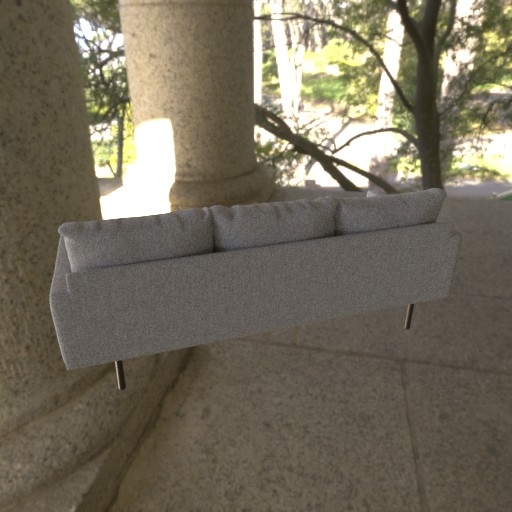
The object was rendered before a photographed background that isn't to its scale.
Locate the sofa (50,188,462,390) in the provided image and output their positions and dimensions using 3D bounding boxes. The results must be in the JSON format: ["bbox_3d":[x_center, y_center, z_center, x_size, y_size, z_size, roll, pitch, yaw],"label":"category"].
[{"bbox_3d":[0.000,0.000,2.450,2.000,0.830,0.850,-8,27,-16],"label":"sofa"}]
